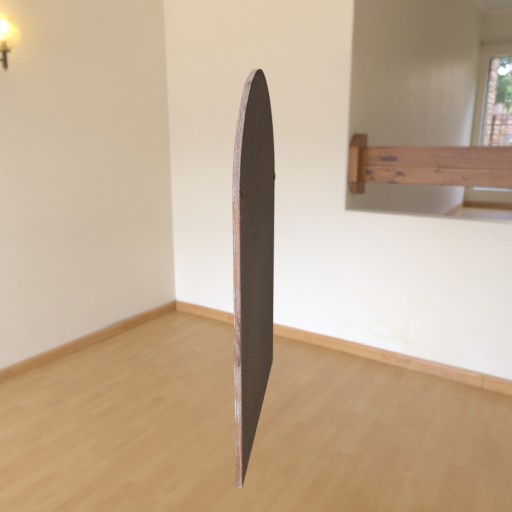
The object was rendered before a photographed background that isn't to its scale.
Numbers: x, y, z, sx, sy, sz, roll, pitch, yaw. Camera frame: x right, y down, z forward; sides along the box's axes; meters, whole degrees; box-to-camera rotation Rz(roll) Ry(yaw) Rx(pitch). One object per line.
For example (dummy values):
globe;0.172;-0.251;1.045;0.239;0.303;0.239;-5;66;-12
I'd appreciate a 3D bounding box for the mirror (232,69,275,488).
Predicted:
mirror;0.000;0.000;1.170;0.032;0.915;0.609;2;14;8
